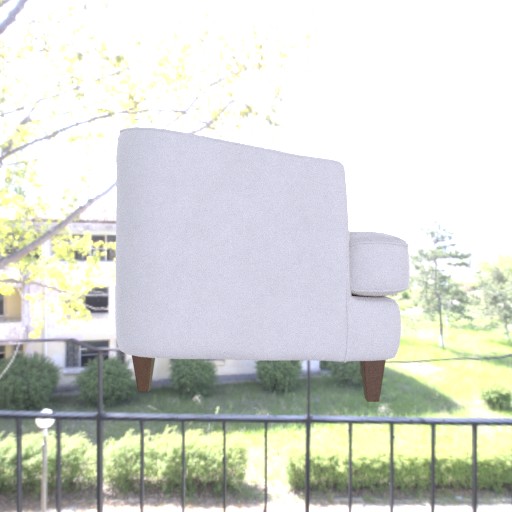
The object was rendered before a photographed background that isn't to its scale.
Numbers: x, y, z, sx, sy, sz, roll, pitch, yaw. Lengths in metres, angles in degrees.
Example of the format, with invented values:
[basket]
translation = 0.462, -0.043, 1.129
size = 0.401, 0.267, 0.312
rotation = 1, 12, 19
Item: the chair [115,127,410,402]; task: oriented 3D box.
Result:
[chair]
translation = 0.000, 0.000, 1.794
size = 0.941, 0.852, 1.104
rotation = 0, 0, 1
